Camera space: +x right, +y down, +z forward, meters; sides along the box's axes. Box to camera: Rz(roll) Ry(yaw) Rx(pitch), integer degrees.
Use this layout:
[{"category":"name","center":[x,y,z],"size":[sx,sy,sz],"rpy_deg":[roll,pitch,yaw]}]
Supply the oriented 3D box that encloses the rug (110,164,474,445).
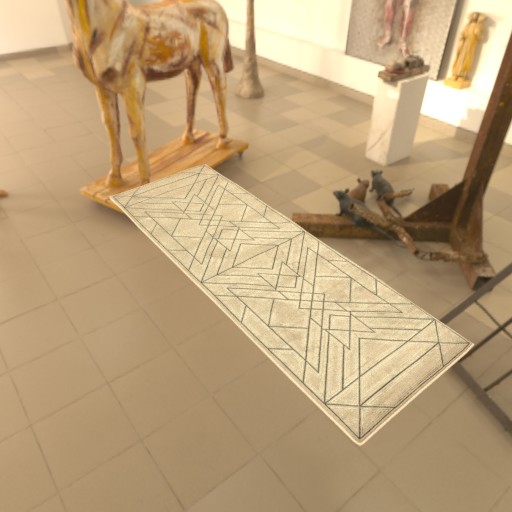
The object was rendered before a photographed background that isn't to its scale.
[{"category":"rug","center":[0.000,0.000,2.670],"size":[0.831,0.036,2.381],"rpy_deg":[-26,46,-29]}]
